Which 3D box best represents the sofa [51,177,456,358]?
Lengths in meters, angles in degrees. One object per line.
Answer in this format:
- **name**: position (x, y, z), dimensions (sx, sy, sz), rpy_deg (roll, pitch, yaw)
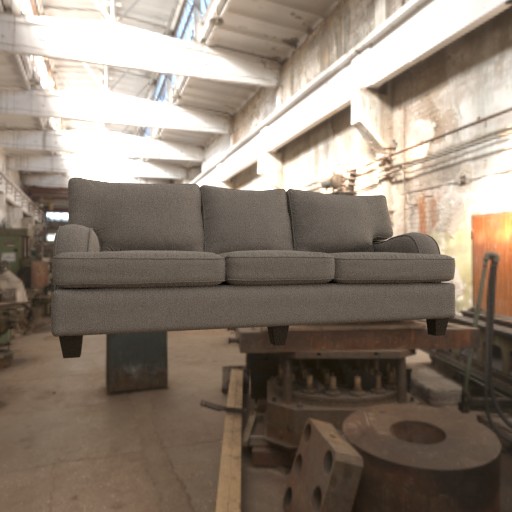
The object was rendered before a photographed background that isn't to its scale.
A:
- **sofa**: position (0.000, 0.000, 2.854), dimensions (2.323, 0.991, 1.016), rpy_deg (0, -1, -18)
